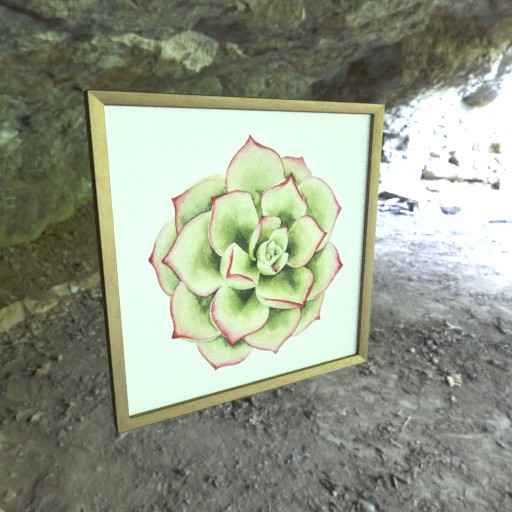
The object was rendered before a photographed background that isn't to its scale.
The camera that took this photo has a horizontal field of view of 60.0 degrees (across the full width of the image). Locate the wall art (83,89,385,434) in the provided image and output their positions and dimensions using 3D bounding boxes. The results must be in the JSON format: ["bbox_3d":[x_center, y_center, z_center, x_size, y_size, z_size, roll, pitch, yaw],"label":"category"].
[{"bbox_3d":[0.000,0.000,0.753,0.503,0.506,0.031,-8,16,-27],"label":"wall art"}]
